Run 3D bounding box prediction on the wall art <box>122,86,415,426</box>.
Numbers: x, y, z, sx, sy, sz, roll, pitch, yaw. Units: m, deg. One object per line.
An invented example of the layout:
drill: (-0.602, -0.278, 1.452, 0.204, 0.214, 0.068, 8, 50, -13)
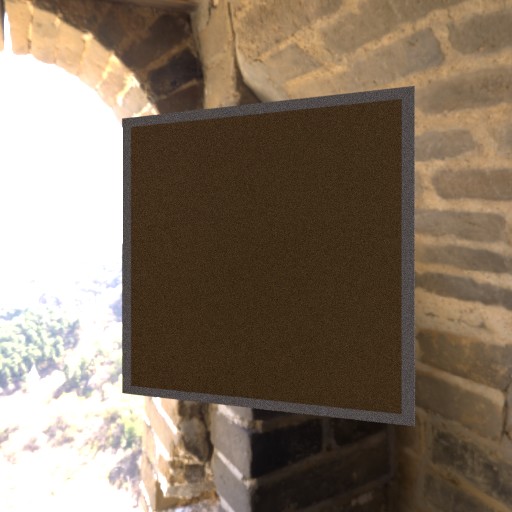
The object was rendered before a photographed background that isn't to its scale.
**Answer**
wall art: (0.000, 0.000, 0.755, 0.508, 0.507, 0.035, 0, 0, 18)
